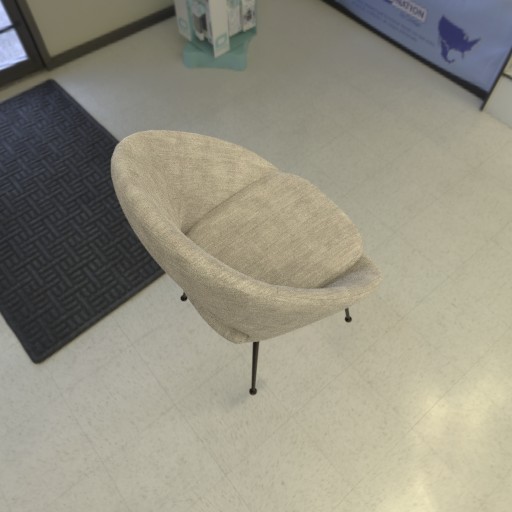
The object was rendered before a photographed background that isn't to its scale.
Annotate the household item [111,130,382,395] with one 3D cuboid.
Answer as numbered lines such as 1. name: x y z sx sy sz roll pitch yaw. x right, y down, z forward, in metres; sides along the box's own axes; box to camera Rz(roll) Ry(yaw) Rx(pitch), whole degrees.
1. household item: 0.000 0.000 1.279 0.587 0.869 0.643 -33 63 -19
